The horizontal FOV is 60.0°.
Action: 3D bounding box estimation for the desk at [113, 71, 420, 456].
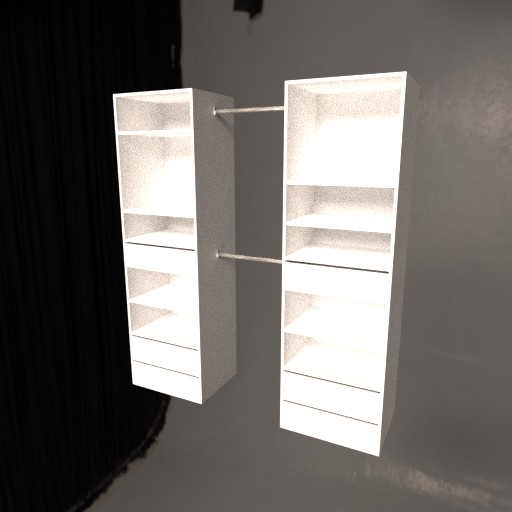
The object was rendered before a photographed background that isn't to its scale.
[{"bbox_3d":[0.000,0.000,2.832,1.770,2.000,0.480,6,15,26],"label":"desk"}]
